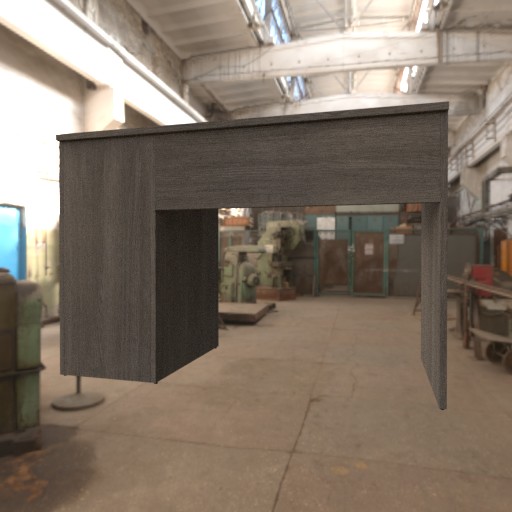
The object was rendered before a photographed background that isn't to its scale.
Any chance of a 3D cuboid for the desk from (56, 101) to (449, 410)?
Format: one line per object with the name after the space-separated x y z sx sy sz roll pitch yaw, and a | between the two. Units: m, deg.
0.000 0.000 1.460 1.097 0.735 0.560 0 1 16 | desk
